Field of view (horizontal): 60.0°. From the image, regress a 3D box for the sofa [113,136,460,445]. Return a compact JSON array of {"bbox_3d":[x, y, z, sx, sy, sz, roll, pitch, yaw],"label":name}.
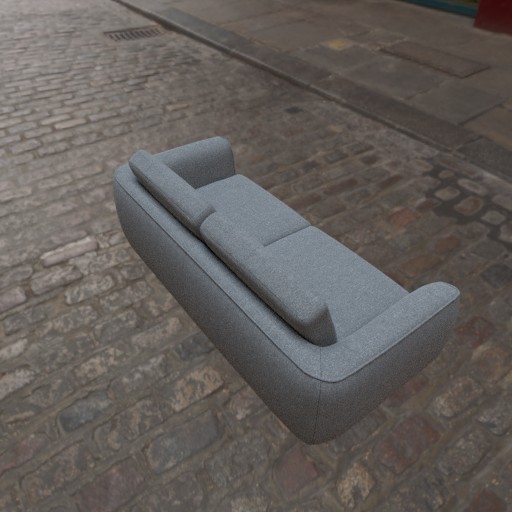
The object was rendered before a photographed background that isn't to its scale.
[{"bbox_3d":[0.000,0.000,2.478,0.920,0.870,2.000,-26,47,-27],"label":"sofa"}]
